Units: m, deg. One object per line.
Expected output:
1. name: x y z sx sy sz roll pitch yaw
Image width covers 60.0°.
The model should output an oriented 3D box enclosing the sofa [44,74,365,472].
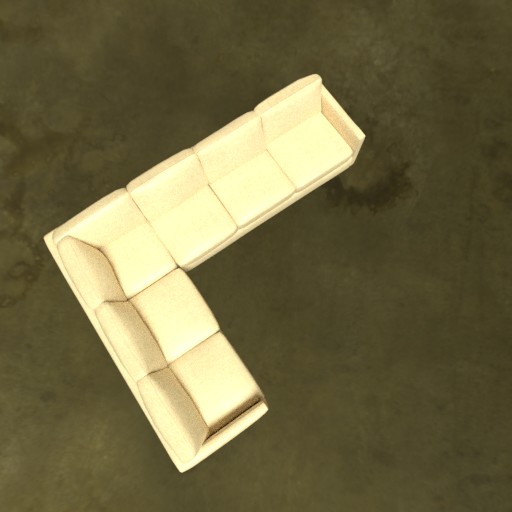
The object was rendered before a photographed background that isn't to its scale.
1. sofa: 0.000 0.000 4.482 3.302 0.947 2.593 -33 78 -8
